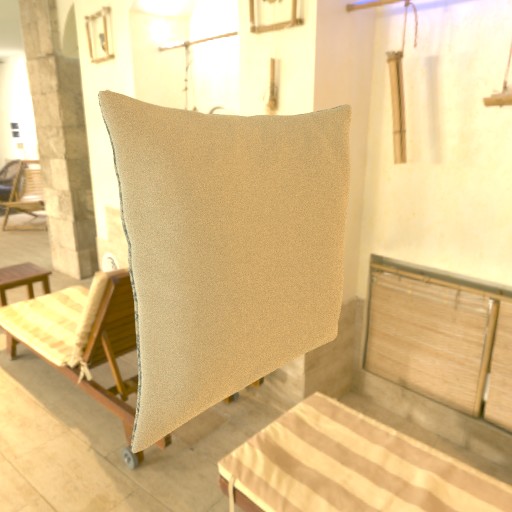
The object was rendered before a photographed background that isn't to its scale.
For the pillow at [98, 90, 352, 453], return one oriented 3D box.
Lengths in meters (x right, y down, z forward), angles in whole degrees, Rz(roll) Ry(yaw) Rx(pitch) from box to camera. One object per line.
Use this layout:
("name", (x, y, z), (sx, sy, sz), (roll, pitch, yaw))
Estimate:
("pillow", (0.000, 0.000, 0.763), (0.166, 0.510, 0.523), (16, 23, 43))
